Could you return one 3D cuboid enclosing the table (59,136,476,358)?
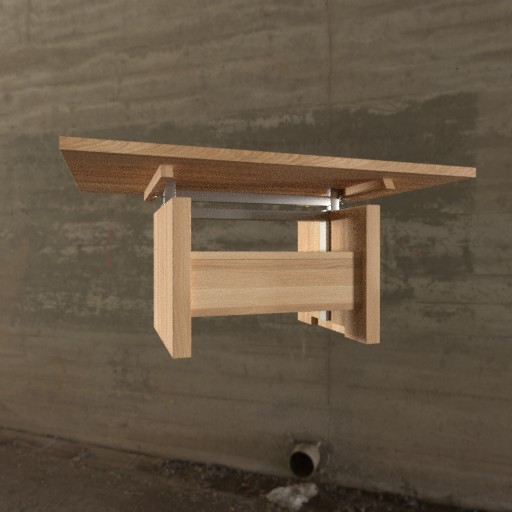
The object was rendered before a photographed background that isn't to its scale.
[{"bbox_3d":[0.000,0.000,1.434,1.100,0.510,0.700,0,0,-18],"label":"table"}]
